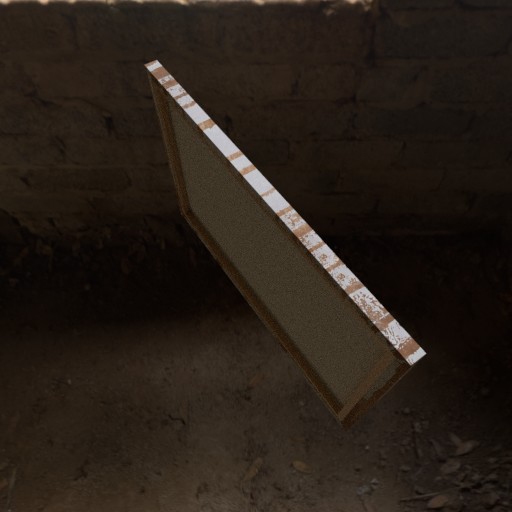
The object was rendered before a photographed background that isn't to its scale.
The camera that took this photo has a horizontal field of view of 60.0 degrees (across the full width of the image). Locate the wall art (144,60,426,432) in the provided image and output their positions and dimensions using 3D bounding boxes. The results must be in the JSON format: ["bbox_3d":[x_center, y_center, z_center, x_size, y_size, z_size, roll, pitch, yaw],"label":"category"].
[{"bbox_3d":[0.000,0.000,1.163,0.035,0.609,0.914,-31,64,-17],"label":"wall art"}]
